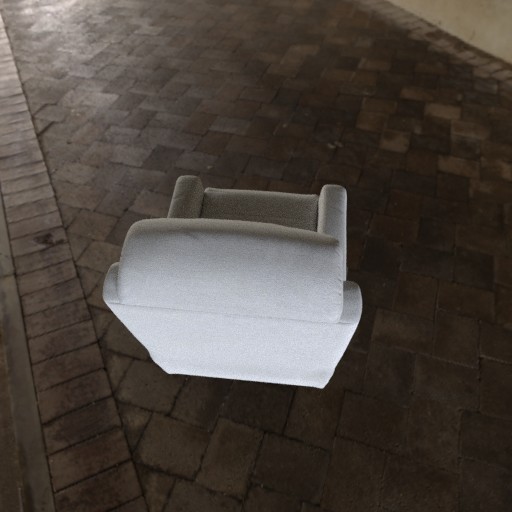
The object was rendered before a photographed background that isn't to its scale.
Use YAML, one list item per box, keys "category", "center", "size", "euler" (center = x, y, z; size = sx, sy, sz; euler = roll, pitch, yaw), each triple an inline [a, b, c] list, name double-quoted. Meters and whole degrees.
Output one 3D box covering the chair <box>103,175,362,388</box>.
- category: "chair"
  center: [0.000, 0.000, 1.725]
  size: [0.798, 1.013, 1.043]
  euler: [4, 48, 4]
